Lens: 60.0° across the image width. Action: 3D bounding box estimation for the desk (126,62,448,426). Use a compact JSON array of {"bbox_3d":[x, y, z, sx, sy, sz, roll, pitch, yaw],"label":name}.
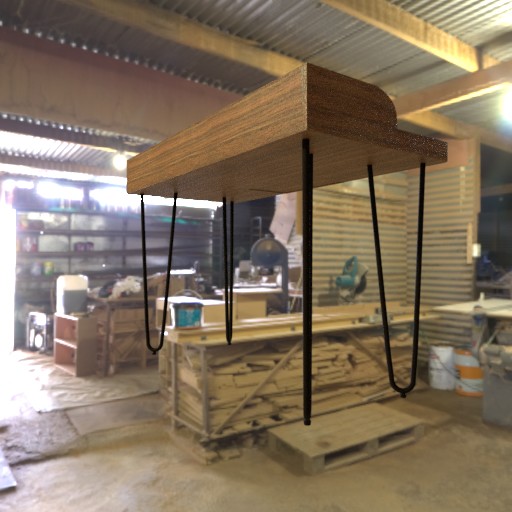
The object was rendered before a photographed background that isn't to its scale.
[{"bbox_3d":[0.000,0.000,1.635,0.565,0.854,1.200,0,0,-35],"label":"desk"}]
